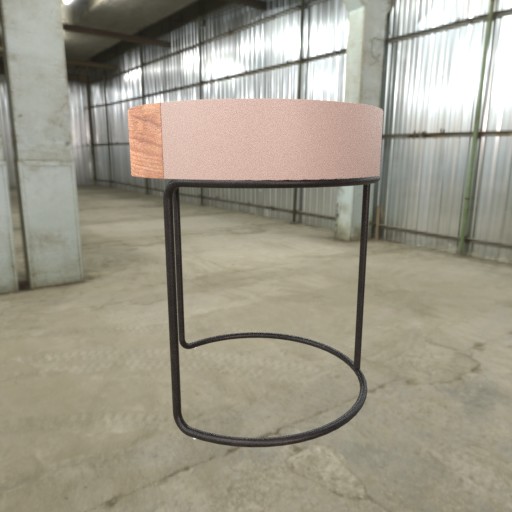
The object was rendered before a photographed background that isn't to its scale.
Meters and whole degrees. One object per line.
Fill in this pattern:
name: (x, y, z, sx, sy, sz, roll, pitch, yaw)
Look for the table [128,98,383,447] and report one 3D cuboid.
table: (0.000, 0.000, 0.865, 0.450, 0.530, 0.450, 0, 13, 0)
